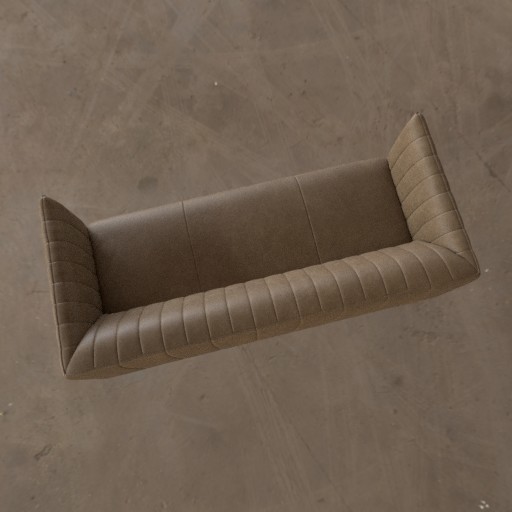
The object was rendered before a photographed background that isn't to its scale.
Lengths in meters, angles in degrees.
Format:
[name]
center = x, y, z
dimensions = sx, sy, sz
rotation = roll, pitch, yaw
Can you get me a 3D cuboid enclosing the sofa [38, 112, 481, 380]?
[sofa]
center = 0.000, 0.000, 2.399
dimensions = 1.980, 0.779, 0.876
rotation = -13, 76, -3
